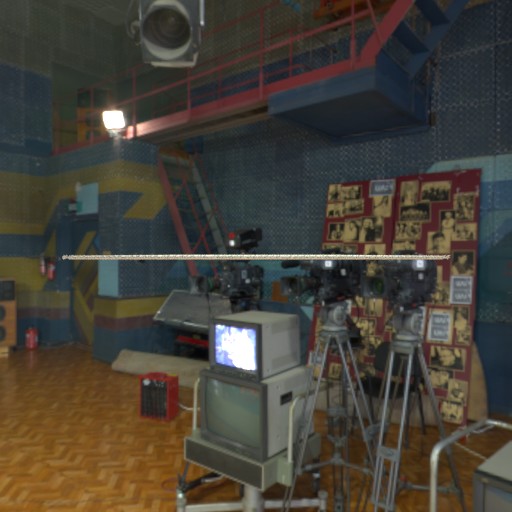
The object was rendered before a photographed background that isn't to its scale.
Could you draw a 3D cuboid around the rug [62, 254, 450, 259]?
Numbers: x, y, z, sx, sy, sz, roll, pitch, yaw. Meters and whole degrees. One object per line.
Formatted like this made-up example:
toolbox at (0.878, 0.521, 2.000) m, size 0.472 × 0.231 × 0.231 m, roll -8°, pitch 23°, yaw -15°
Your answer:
rug at (0.000, 0.000, 2.274) m, size 1.223 × 0.015 × 1.771 m, roll 0°, pitch 0°, yaw 0°
